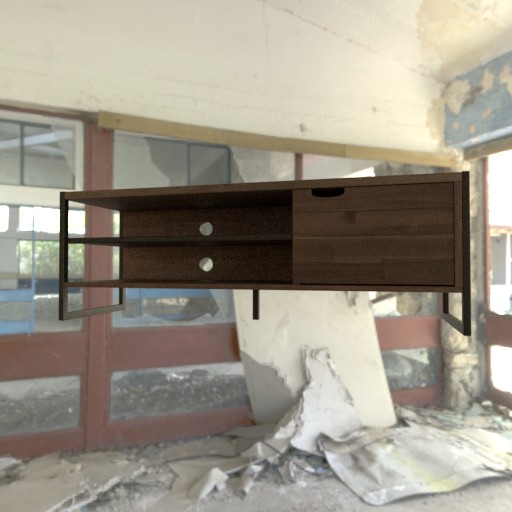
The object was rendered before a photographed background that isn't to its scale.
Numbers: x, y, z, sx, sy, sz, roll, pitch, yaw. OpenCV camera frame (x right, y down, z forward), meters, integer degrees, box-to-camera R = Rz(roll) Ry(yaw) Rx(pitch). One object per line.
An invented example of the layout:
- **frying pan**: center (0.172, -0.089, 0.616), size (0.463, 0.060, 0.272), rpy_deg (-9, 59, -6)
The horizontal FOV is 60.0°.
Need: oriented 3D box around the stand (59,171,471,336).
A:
- **stand**: center (0.000, 0.000, 1.765), size (1.480, 0.506, 0.454), rpy_deg (0, -1, 15)
